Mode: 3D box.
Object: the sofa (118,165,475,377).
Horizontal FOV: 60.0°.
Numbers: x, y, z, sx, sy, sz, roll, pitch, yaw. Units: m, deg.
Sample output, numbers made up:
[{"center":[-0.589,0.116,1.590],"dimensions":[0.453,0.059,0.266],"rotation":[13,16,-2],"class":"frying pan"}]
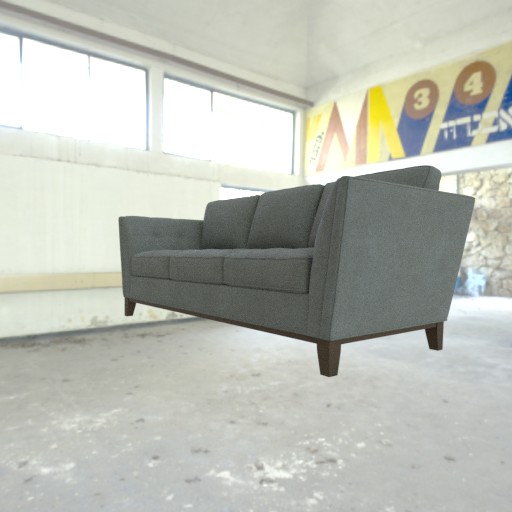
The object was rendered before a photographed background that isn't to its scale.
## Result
[{"center":[0.000,0.000,2.882],"dimensions":[0.965,0.940,2.387],"rotation":[0,0,-37],"class":"sofa"}]
